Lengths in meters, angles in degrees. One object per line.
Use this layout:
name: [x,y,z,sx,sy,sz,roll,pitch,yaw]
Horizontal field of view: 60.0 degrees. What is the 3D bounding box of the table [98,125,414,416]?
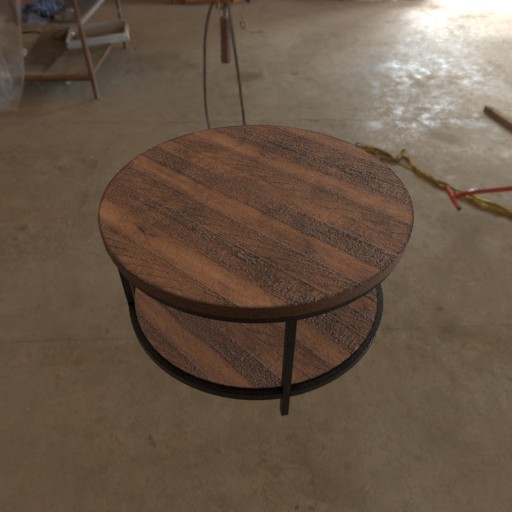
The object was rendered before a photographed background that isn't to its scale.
table: [0.000,0.000,1.368,0.837,0.462,0.837,0,42,0]
